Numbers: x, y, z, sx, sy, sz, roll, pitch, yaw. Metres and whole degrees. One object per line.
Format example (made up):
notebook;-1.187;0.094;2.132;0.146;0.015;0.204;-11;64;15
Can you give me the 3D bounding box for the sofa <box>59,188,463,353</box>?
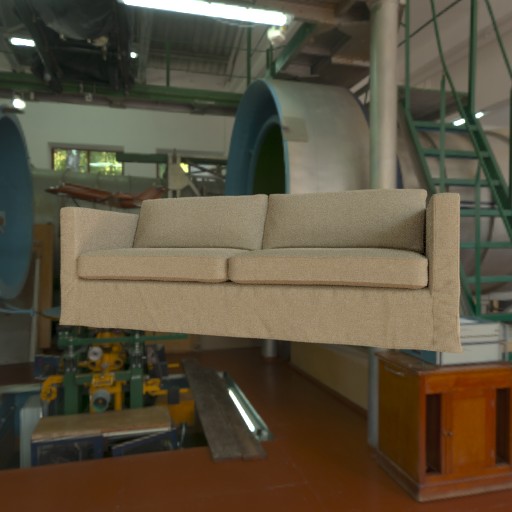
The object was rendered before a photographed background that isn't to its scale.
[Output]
sofa;0.000;0.000;2.776;2.296;0.847;0.956;0;1;19
